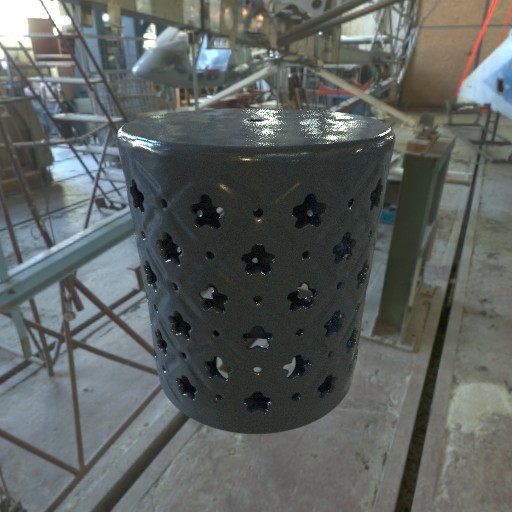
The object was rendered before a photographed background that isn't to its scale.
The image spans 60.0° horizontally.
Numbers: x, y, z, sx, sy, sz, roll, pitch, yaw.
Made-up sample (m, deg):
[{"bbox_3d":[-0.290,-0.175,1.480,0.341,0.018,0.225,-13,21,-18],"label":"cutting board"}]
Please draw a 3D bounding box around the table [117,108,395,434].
[{"bbox_3d":[0.000,0.000,0.655,0.352,0.387,0.352,0,24,0],"label":"table"}]
